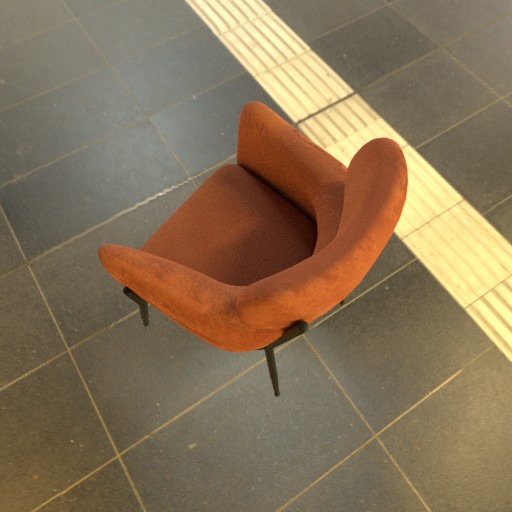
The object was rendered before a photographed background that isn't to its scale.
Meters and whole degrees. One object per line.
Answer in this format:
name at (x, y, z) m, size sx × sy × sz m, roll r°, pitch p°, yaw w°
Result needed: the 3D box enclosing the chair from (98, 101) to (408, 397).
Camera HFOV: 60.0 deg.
chair at (0.000, 0.000, 1.116) m, size 0.523 × 0.772 × 0.561 m, roll 34°, pitch 69°, yaw 15°
